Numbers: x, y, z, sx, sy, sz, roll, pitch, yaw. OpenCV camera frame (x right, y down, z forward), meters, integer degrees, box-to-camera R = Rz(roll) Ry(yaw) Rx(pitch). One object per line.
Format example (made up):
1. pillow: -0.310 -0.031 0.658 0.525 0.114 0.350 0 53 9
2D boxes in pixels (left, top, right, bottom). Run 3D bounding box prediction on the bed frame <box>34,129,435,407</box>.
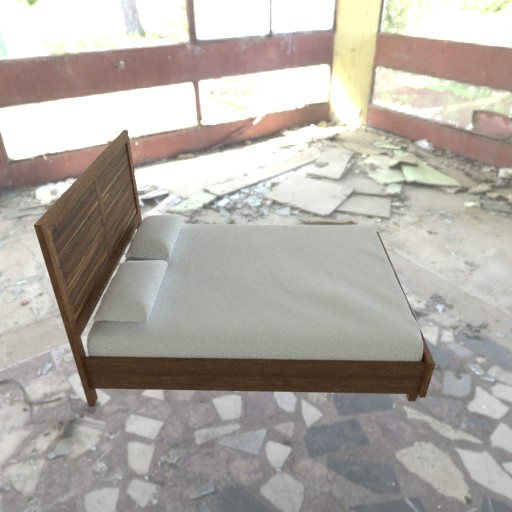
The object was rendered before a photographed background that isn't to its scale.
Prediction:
1. bed frame: 0.000 0.000 3.370 2.276 1.417 1.696 1 32 1
